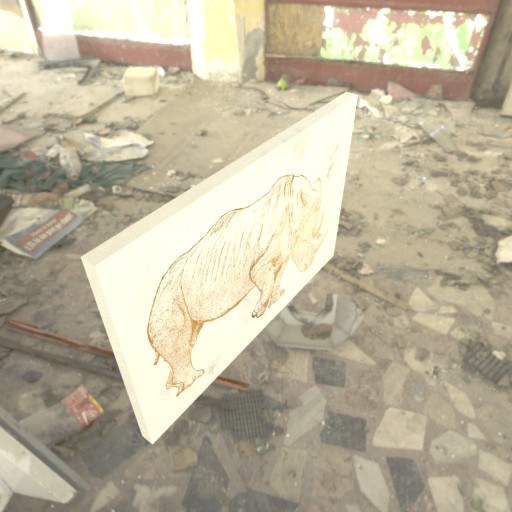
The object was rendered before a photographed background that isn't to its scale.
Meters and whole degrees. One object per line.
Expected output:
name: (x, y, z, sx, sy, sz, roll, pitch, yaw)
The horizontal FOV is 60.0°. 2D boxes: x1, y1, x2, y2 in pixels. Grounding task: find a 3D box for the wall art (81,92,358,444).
wall art: (0.000, 0.000, 1.204, 0.038, 0.610, 0.915, 27, 48, 27)
